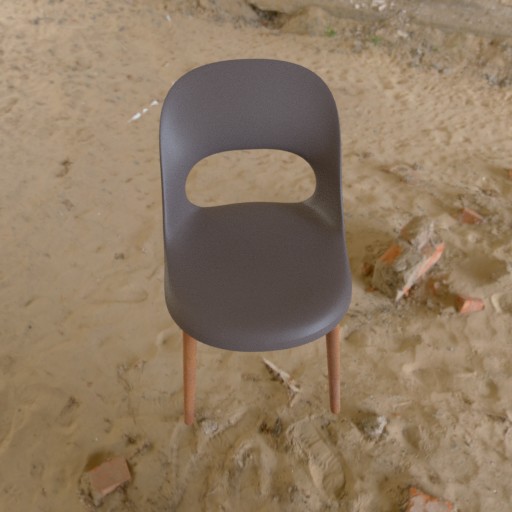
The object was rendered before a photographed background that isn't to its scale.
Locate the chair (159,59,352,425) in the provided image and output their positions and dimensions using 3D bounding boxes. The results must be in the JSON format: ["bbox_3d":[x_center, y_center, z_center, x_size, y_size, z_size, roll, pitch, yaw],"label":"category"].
[{"bbox_3d":[0.000,0.000,1.158,0.470,0.794,0.556,-3,46,-3],"label":"chair"}]
